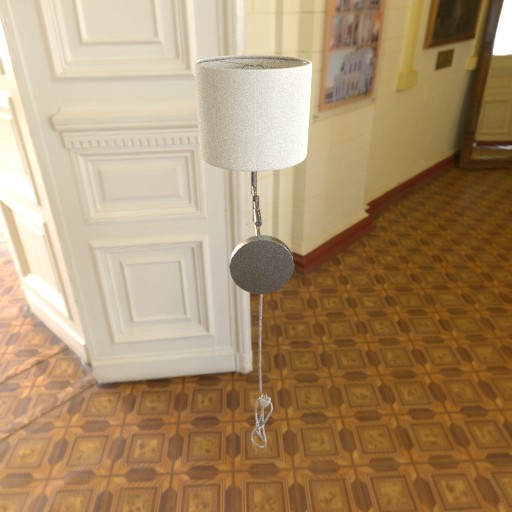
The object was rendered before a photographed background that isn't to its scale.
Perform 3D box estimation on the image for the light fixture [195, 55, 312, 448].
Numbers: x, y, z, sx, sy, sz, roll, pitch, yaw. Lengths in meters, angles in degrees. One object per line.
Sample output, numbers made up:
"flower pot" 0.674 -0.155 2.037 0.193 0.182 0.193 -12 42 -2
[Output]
"light fixture" 0.000 0.000 1.072 0.253 0.842 0.479 -1 30 -3
